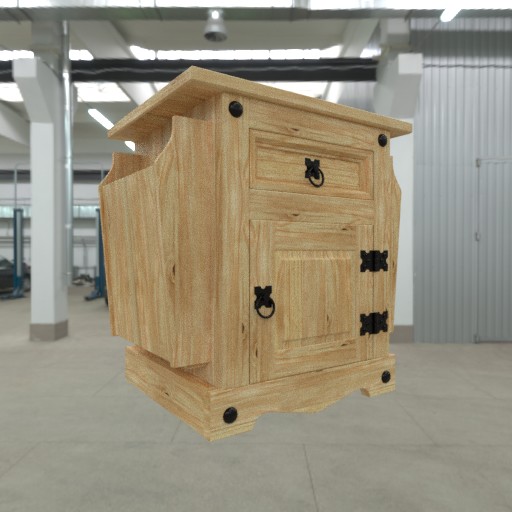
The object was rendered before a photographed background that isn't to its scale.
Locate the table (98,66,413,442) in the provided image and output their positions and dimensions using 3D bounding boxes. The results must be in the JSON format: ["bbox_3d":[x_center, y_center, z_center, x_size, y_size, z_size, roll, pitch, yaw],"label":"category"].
[{"bbox_3d":[0.000,0.000,0.878,0.530,0.515,0.380,-1,1,-35],"label":"table"}]
